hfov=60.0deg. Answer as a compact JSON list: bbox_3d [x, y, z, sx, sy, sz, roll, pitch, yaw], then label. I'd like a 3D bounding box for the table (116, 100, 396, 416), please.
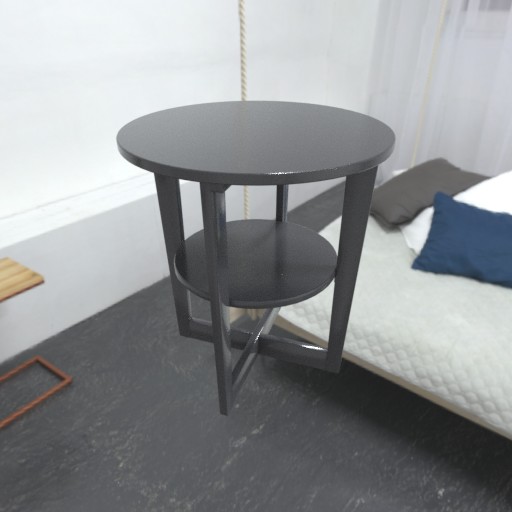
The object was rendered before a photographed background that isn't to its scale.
[{"bbox_3d":[0.000,0.000,0.958,0.500,0.550,0.500,0,30,0],"label":"table"}]
